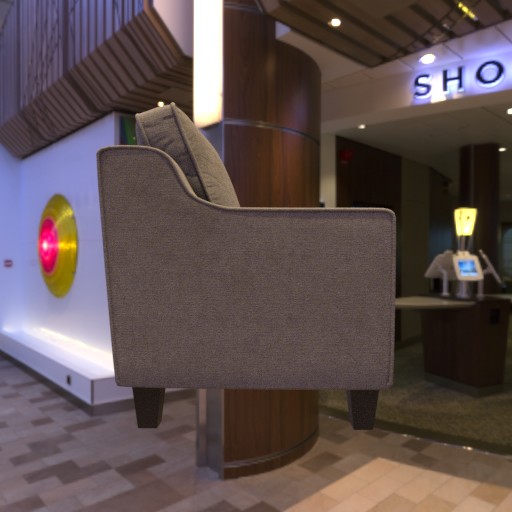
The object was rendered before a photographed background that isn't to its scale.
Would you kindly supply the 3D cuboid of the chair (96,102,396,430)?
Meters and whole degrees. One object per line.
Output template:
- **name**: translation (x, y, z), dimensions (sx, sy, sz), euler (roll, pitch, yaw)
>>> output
- **chair**: translation (0.000, 0.000, 1.631), dimensions (0.840, 0.944, 0.926), euler (0, 1, 1)
